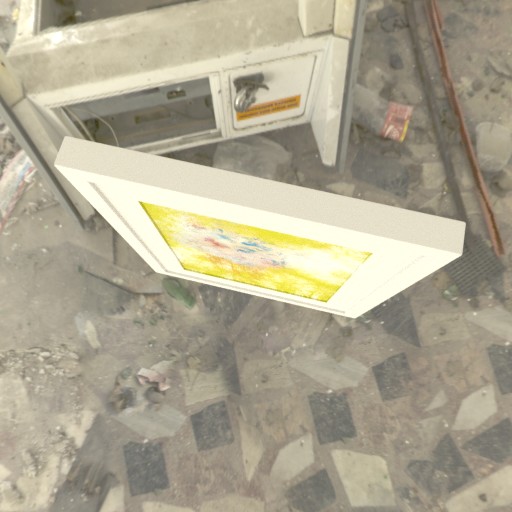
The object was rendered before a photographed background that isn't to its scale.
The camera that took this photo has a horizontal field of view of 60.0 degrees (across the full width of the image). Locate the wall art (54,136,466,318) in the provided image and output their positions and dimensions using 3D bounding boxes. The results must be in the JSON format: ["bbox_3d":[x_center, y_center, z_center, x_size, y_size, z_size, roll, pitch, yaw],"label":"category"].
[{"bbox_3d":[0.000,0.000,0.535,0.331,0.381,0.028,13,75,3],"label":"wall art"}]
